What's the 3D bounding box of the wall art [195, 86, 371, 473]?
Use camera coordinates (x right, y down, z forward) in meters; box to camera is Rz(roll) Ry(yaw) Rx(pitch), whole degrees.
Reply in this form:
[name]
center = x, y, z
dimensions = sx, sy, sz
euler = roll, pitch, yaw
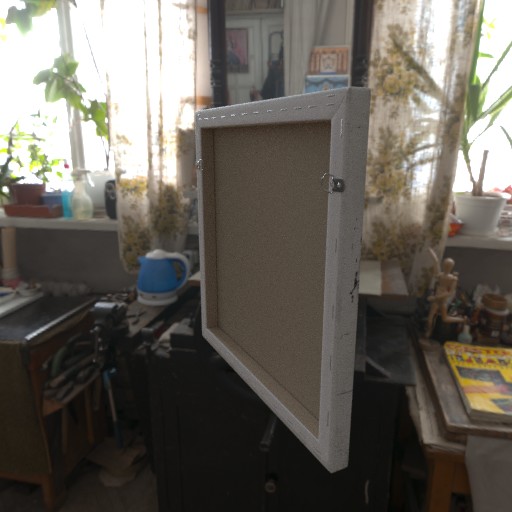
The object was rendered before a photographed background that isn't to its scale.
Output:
[wall art]
center = 0.000, 0.000, 0.932
dimensions = 0.040, 0.611, 0.610
euler = -7, 16, -26
